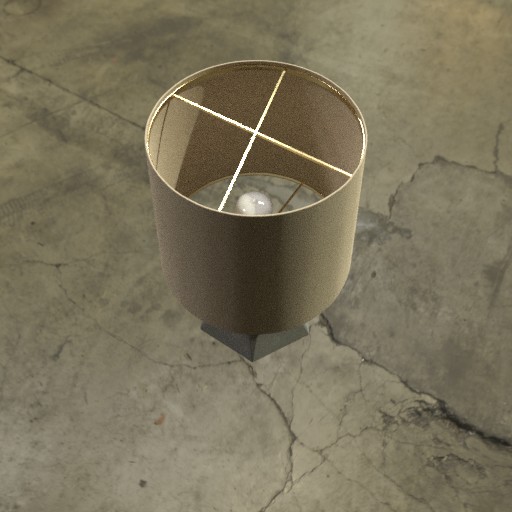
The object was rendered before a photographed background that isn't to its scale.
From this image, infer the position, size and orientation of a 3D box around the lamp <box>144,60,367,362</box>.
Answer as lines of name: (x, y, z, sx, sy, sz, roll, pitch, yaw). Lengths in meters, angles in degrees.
lamp: (0.000, 0.000, 0.671, 0.276, 0.501, 0.276, 0, 58, 0)
